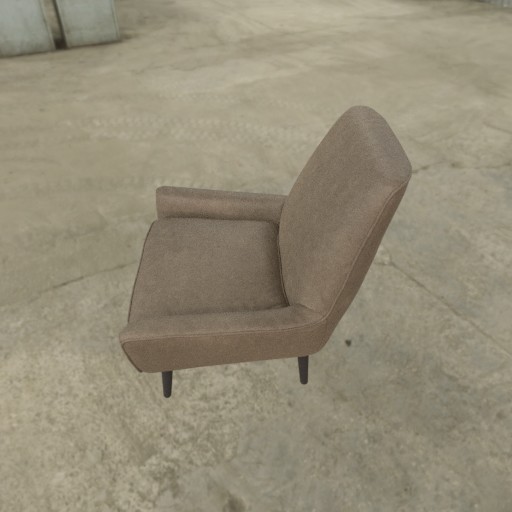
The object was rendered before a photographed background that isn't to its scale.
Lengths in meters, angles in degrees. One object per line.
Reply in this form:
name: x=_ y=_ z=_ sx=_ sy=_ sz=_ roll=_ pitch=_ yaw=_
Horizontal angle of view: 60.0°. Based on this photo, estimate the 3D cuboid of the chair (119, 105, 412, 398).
chair: x=0.000 y=0.000 z=1.538 sx=0.824 sy=0.888 sz=0.787 roll=-1 pitch=41 yaw=-1
